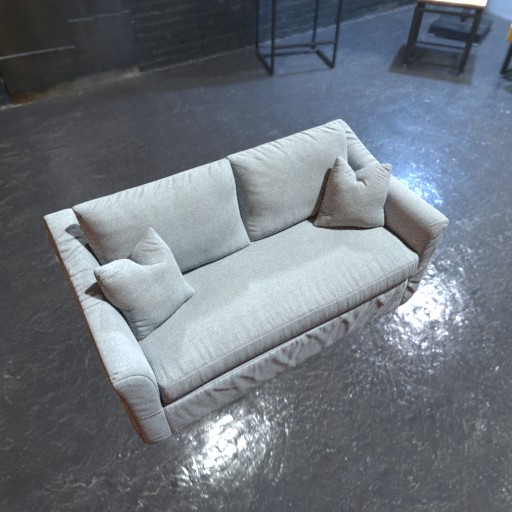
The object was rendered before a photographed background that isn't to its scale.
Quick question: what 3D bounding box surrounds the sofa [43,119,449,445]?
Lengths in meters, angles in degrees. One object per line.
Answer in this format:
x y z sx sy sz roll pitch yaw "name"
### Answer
0.000 0.000 2.617 2.010 1.018 1.072 -23 50 -21 "sofa"
